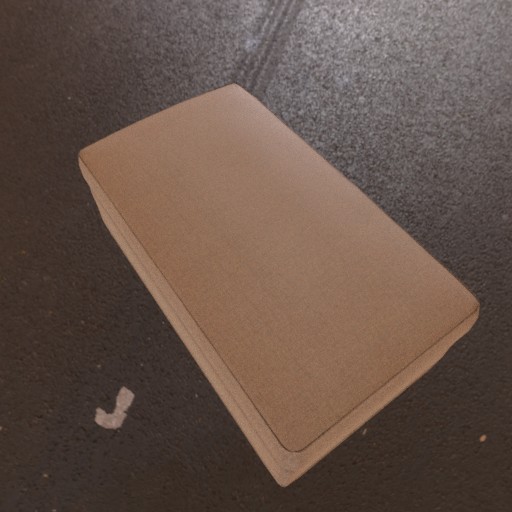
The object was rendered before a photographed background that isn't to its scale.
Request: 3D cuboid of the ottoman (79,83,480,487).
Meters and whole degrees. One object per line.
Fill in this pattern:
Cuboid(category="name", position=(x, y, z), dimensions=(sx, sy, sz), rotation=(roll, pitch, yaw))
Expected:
Cuboid(category="ottoman", position=(0.000, 0.000, 1.359), dimensions=(0.617, 0.448, 1.097), rotation=(-31, 62, -19))
